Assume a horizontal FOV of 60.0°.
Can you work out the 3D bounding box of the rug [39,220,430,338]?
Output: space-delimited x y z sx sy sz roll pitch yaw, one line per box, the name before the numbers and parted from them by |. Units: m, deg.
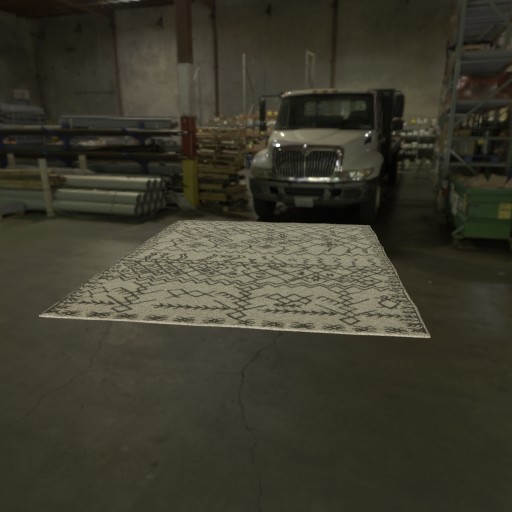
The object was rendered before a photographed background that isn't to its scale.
rug | 0.000 0.000 3.327 1.964 0.025 2.455 2 16 7
